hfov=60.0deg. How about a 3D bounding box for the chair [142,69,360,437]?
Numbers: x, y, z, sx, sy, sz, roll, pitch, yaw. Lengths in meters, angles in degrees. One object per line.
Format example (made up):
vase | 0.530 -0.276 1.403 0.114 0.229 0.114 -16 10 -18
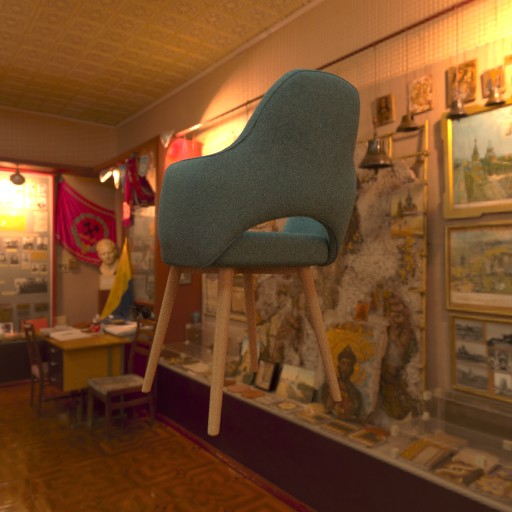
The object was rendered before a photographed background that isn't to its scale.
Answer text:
chair | 0.000 0.000 1.364 0.589 0.920 0.666 0 0 -36
